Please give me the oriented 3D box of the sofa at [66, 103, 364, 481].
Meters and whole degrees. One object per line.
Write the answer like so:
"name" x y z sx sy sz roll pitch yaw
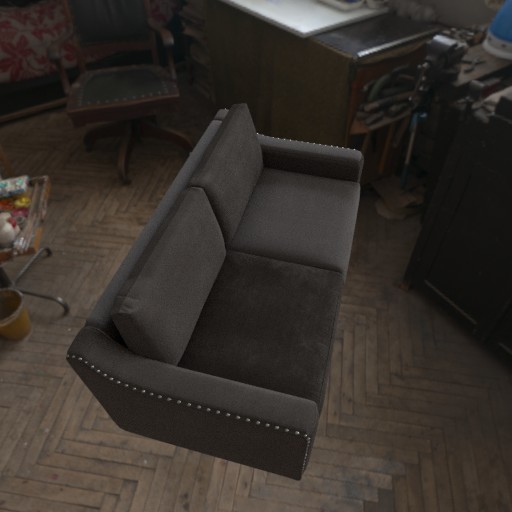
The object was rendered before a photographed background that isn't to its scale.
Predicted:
"sofa" 0.000 0.000 3.242 1.336 1.196 2.550 11 48 10
